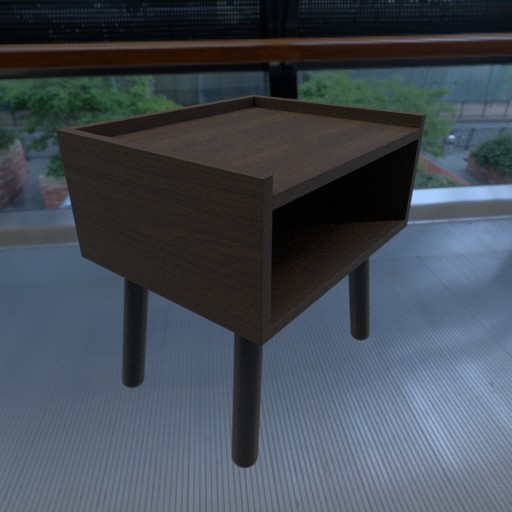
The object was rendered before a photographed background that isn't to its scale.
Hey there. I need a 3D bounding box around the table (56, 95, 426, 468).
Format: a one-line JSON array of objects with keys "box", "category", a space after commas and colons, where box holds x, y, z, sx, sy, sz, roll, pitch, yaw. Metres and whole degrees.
[{"box": [0.000, 0.000, 0.793, 0.370, 0.470, 0.450, 20, 33, 33], "category": "table"}]
